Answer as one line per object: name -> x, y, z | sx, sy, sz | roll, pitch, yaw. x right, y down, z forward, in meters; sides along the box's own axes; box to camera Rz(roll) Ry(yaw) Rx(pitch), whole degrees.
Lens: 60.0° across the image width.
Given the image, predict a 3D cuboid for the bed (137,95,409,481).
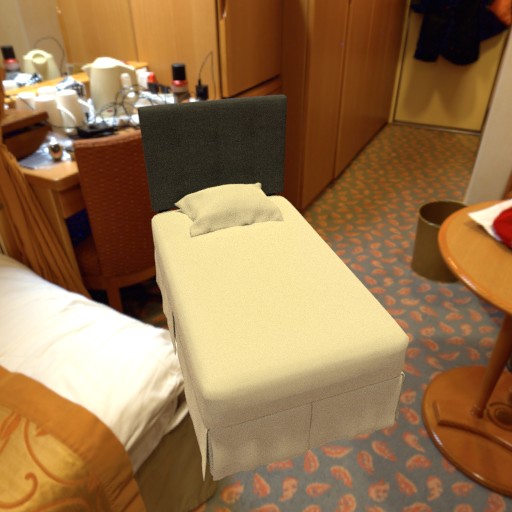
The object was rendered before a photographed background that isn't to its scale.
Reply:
bed -> 0.000, 0.000, 2.966 | 1.261, 1.571, 1.997 | -11, 35, -16
